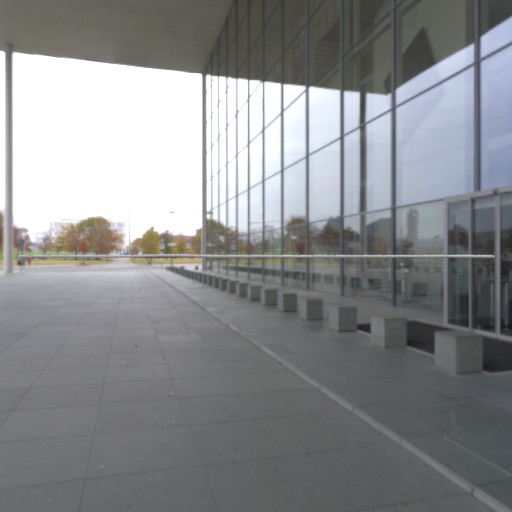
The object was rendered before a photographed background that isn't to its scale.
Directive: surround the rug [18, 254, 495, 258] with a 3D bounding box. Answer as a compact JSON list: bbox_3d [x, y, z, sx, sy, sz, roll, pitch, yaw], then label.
[{"bbox_3d":[0.000,0.000,1.058,0.867,0.007,0.515,0,0,-1],"label":"rug"}]
